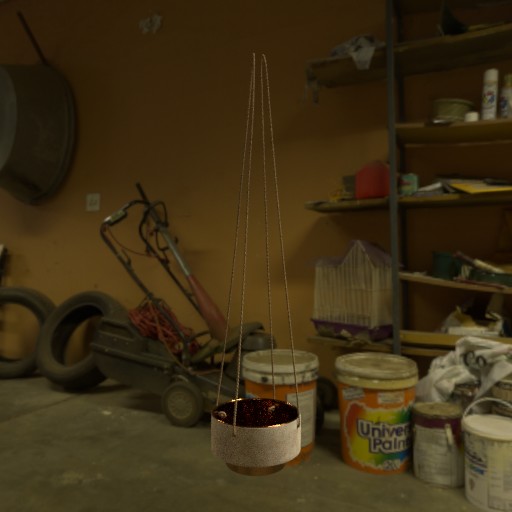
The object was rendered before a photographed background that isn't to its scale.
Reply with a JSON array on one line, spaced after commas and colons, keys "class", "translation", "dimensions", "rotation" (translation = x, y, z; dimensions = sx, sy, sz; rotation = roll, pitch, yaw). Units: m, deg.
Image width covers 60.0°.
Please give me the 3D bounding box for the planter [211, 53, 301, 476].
[{"class": "planter", "translation": [0.000, 0.000, 1.118], "dimensions": [0.223, 1.030, 0.223], "rotation": [0, -1, -19]}]
